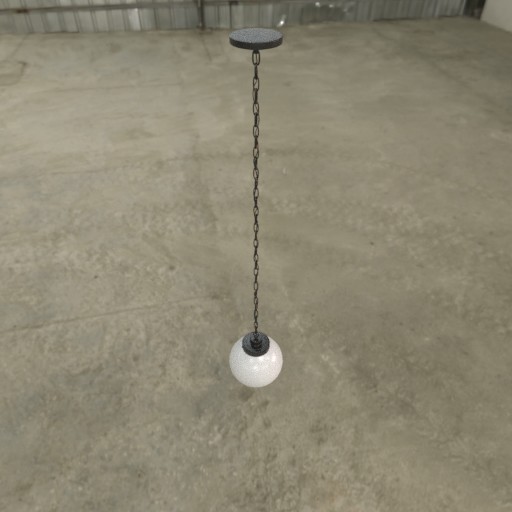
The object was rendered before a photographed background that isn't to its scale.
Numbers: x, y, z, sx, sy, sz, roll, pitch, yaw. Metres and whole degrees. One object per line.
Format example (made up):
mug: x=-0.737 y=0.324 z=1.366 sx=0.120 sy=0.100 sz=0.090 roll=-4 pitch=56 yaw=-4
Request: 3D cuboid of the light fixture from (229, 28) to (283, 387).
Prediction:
light fixture: x=0.000 y=0.000 z=2.030 sx=0.305 sy=1.867 sz=0.304 roll=11 pitch=42 yaw=13
